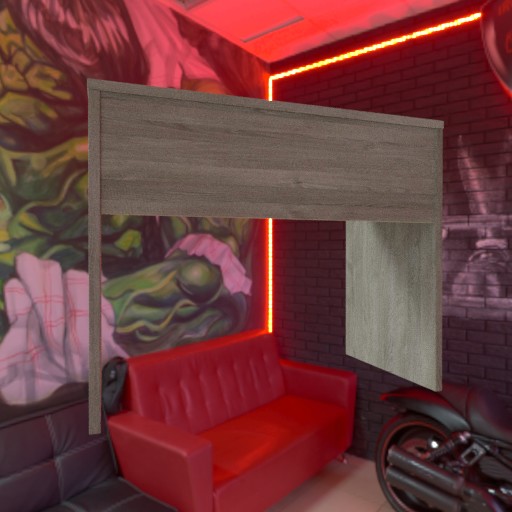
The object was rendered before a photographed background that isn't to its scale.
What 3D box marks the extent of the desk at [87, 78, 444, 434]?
[{"bbox_3d":[0.000,0.000,1.279,0.893,0.724,0.498,0,0,-19],"label":"desk"}]
